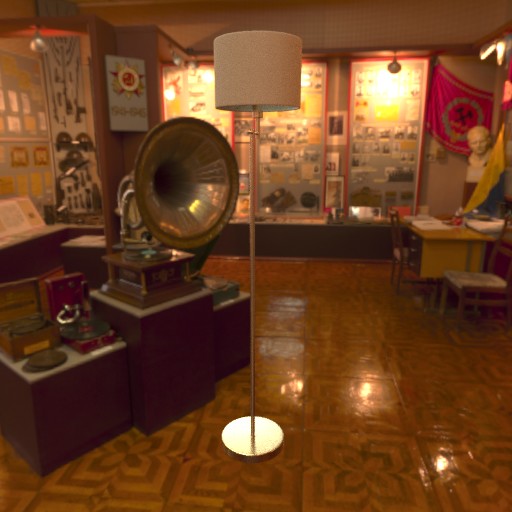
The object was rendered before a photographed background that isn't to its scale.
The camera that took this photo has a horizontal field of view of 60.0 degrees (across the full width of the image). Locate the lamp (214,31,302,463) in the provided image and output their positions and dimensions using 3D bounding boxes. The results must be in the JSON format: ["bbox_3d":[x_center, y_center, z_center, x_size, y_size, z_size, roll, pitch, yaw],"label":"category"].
[{"bbox_3d":[0.000,0.000,1.776,0.324,1.600,0.416,2,14,8],"label":"lamp"}]
